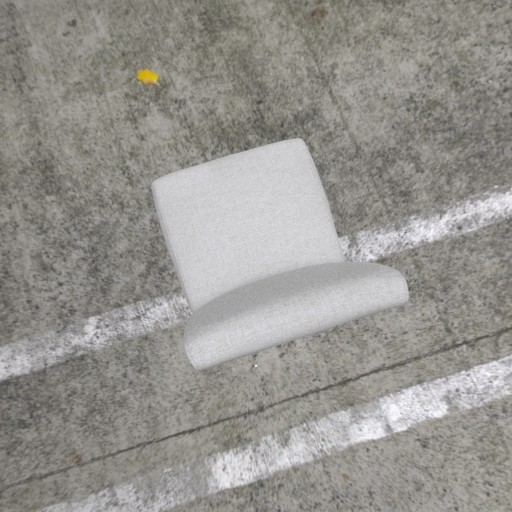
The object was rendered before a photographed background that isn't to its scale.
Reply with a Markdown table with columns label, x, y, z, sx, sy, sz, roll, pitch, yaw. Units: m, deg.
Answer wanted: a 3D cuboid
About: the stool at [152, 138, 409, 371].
| label | x | y | z | sx | sy | sz | roll | pitch | yaw |
| --- | --- | --- | --- | --- | --- | --- | --- | --- | --- |
| stool | 0.000 | 0.000 | 1.421 | 0.507 | 1.085 | 0.606 | -17 | 77 | -4 |
